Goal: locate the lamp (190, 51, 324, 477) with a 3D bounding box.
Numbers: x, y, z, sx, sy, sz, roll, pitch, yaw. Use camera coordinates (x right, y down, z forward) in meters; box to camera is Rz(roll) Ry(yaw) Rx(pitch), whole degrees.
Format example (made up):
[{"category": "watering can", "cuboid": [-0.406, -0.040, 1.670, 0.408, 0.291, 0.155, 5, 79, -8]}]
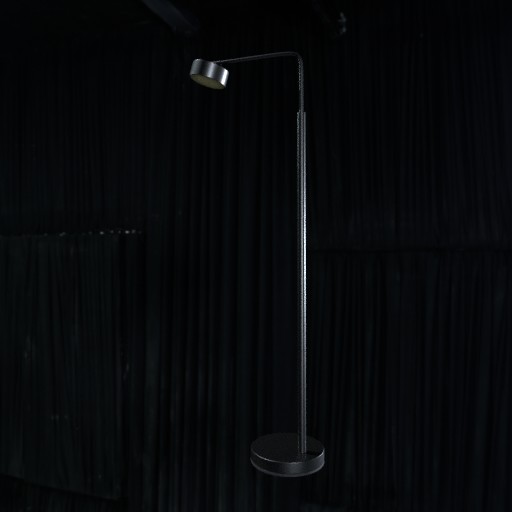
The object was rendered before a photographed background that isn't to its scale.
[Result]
[{"category": "lamp", "cuboid": [0.000, 0.000, 1.379, 0.418, 1.230, 0.219, 0, -1, 18]}]
